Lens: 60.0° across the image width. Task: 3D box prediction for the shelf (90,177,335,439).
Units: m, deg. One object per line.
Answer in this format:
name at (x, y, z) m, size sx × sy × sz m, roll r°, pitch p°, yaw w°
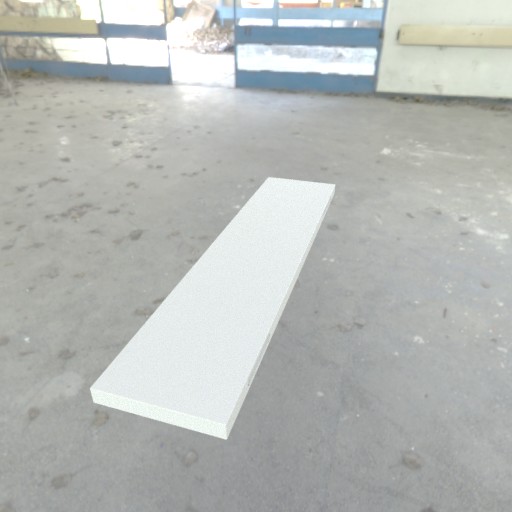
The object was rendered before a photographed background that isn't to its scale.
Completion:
shelf at (0.000, 0.000, 0.662) m, size 0.140 × 0.020 × 0.610 m, roll 9°, pitch 31°, yaw 15°
